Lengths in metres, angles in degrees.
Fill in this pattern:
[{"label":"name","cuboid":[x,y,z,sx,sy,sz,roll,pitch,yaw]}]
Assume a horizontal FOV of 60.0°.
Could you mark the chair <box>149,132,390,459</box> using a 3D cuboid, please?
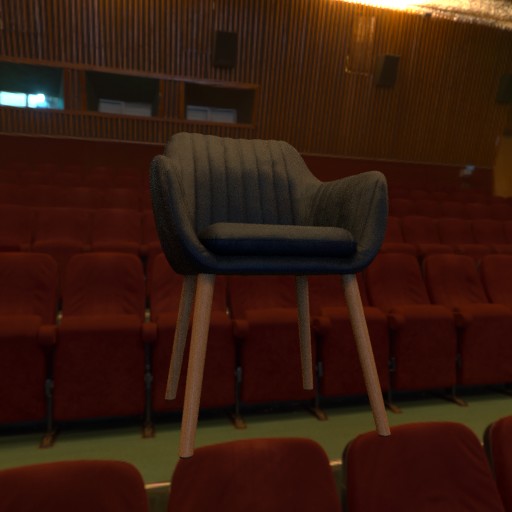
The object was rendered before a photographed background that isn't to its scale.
[{"label":"chair","cuboid":[0.000,0.000,1.216,0.578,0.826,0.573,1,-3,-16]}]
